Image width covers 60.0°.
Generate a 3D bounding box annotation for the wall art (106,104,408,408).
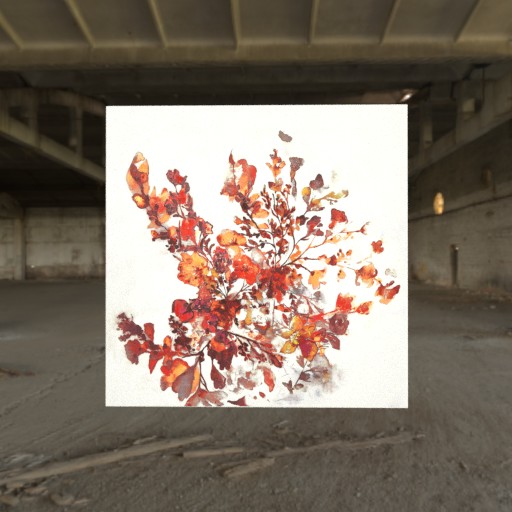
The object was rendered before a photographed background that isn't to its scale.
[{"bbox_3d":[0.000,0.000,1.127,0.757,0.757,0.037,0,0,1],"label":"wall art"}]
